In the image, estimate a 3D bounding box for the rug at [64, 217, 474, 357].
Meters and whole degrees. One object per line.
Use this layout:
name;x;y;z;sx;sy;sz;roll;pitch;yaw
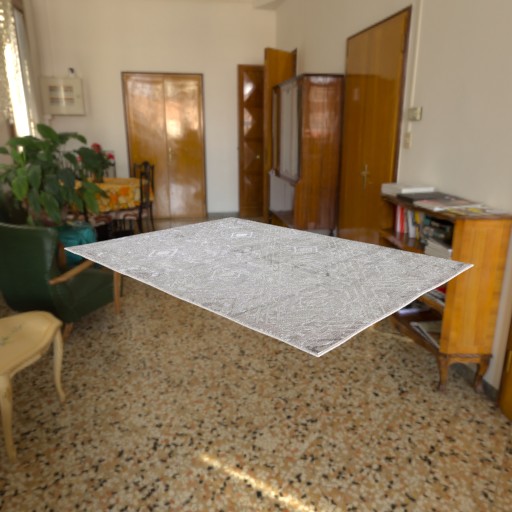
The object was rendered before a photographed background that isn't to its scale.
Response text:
rug;0.000;0.000;4.454;3.359;0.020;2.448;15;22;42
